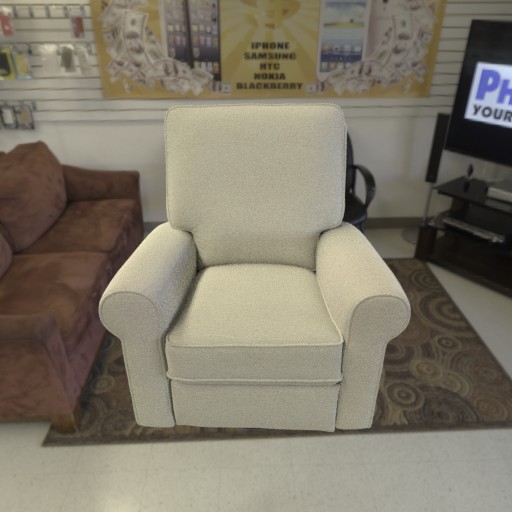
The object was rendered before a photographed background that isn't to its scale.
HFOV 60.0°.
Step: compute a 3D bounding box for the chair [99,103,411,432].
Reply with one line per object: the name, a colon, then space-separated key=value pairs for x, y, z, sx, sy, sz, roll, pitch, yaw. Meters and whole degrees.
chair: x=0.000 y=0.000 z=1.616 sx=0.890 sy=0.960 sz=0.878 roll=0 pitch=29 yaw=1
